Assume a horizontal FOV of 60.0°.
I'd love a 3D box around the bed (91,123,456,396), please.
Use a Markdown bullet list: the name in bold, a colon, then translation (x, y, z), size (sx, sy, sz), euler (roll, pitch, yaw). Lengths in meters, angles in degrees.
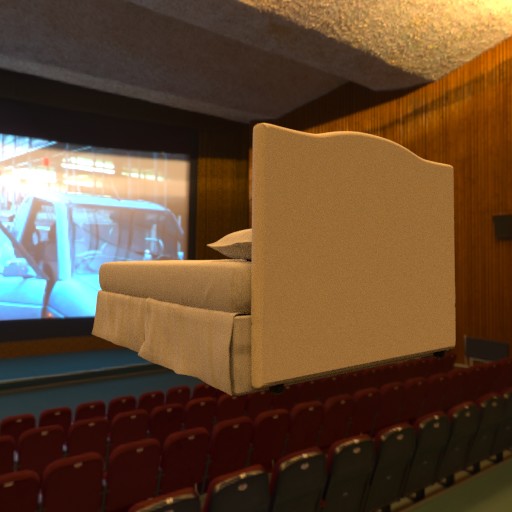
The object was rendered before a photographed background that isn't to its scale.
- **bed**: translation (0.000, 0.000, 3.644), size (1.977, 1.437, 2.477), euler (1, -1, -36)
